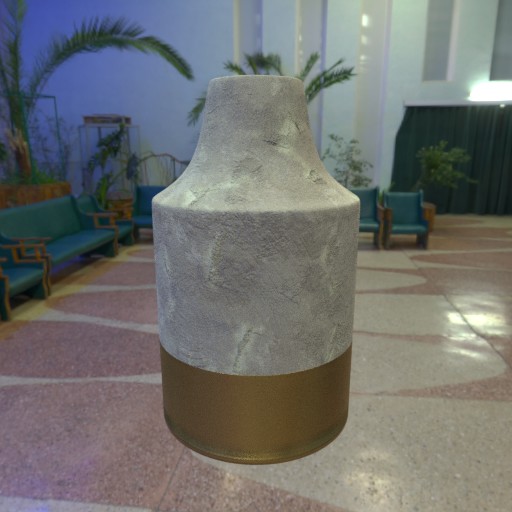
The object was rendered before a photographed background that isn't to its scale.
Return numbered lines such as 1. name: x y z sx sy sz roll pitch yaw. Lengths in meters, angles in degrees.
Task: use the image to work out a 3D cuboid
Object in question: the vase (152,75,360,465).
1. vase: 0.000 0.000 0.413 0.184 0.305 0.184 0 14 0
